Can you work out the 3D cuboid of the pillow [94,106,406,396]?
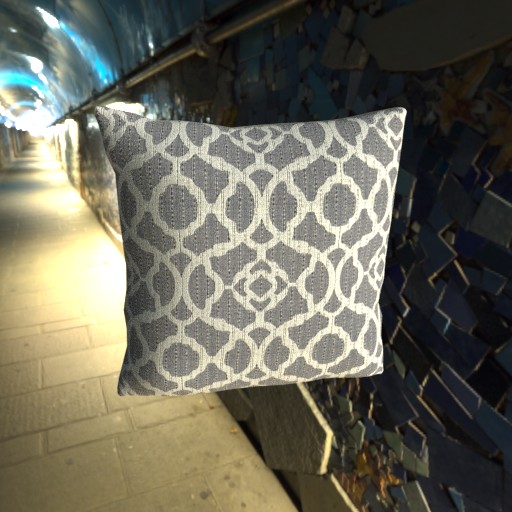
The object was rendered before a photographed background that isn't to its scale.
[{"bbox_3d":[0.000,0.000,0.775,0.508,0.498,0.215,-3,16,-9],"label":"pillow"}]
